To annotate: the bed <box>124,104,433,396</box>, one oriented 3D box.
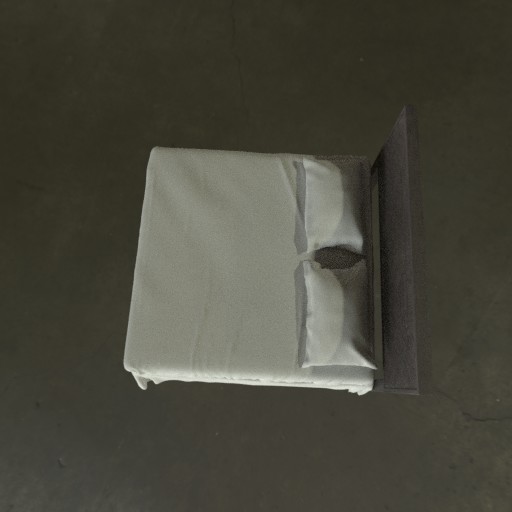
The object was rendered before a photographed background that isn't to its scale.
[{"bbox_3d":[0.000,0.000,2.902,1.785,1.142,1.772,3,74,1],"label":"bed"}]
